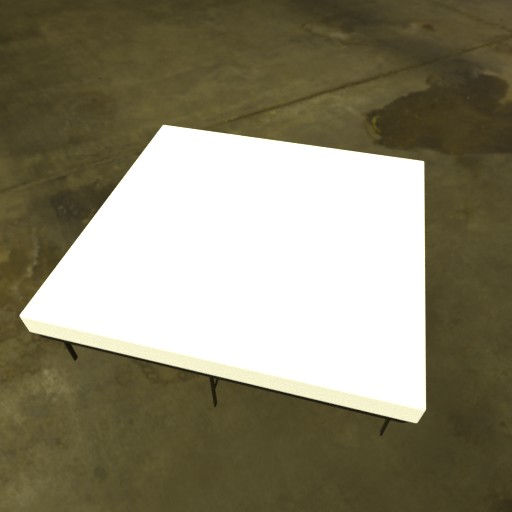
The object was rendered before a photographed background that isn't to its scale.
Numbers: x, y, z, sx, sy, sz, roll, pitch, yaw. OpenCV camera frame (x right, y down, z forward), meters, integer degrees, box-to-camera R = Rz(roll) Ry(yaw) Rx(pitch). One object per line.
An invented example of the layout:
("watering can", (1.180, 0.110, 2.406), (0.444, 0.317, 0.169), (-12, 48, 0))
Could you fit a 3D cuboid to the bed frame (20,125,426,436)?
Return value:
("bed frame", (0.000, 0.000, 2.956), (2.032, 0.559, 1.930), (11, 48, 10))
